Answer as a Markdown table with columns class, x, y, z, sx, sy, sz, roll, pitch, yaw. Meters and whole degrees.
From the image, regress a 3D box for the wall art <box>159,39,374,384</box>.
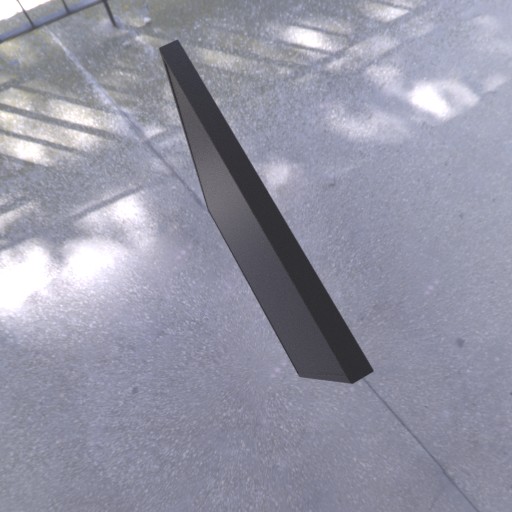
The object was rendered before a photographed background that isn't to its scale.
| class | x | y | z | sx | sy | sz | roll | pitch | yaw |
| --- | --- | --- | --- | --- | --- | --- | --- | --- | --- |
| wall art | 0.000 | 0.000 | 0.761 | 0.028 | 0.551 | 0.451 | -28 | 77 | -7 |
